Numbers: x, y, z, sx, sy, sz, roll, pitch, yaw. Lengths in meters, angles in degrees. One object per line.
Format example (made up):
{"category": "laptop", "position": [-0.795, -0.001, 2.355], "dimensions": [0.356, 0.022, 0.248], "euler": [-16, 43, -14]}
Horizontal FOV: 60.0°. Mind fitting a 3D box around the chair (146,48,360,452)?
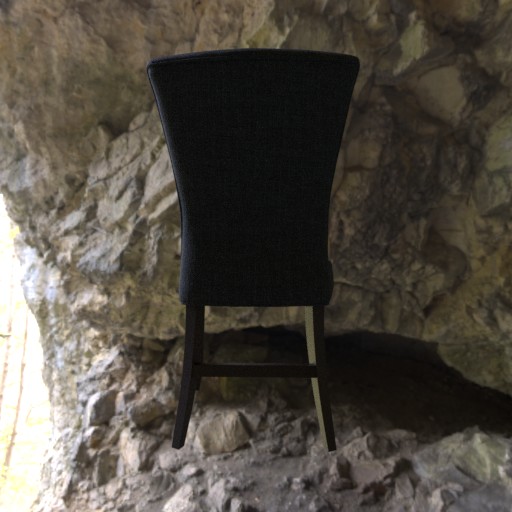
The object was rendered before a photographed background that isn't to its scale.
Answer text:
{"category": "chair", "position": [0.000, 0.000, 1.331], "dimensions": [0.520, 0.991, 0.660], "euler": [0, 0, 2]}
